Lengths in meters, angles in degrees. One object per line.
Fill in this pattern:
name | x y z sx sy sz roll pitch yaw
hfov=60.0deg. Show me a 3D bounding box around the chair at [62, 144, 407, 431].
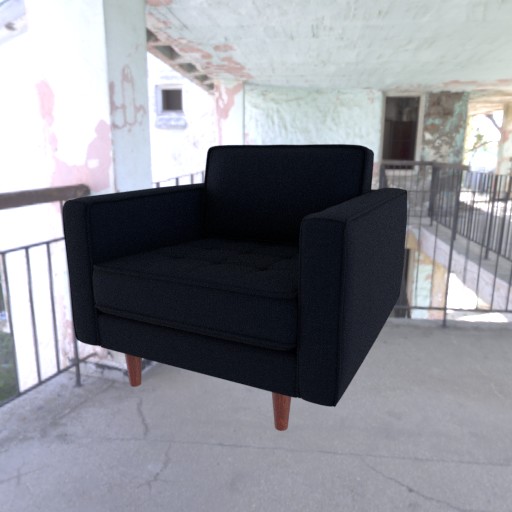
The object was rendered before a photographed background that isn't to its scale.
chair | 0.000 0.000 1.569 0.899 0.770 0.920 7 15 26
